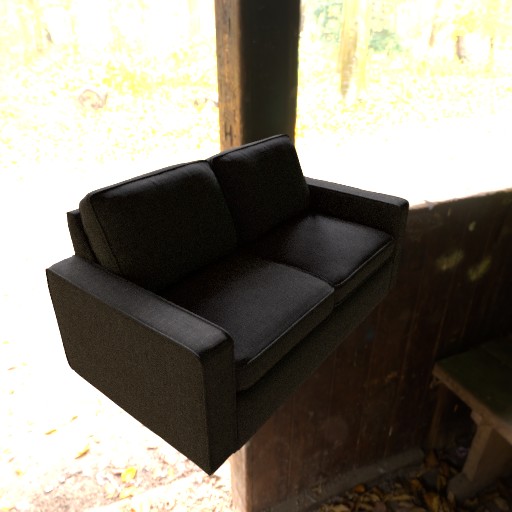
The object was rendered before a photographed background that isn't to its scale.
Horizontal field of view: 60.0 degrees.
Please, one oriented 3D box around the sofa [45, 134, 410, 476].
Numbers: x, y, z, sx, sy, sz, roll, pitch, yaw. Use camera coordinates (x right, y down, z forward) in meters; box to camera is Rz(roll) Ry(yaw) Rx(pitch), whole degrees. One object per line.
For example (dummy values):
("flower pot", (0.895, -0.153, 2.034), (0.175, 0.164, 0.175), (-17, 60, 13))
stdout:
("sofa", (0.000, 0.000, 2.232), (0.947, 0.918, 1.709), (20, 34, 33))
